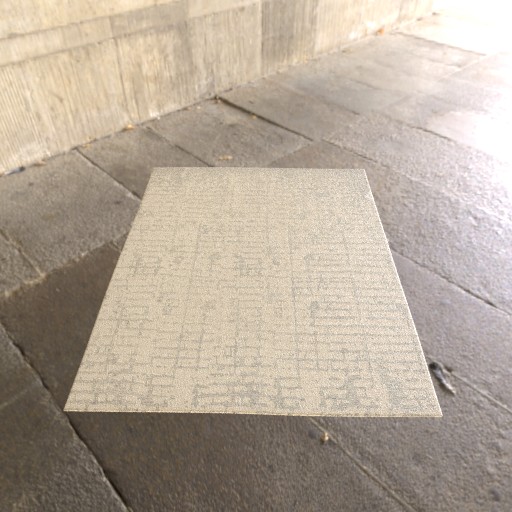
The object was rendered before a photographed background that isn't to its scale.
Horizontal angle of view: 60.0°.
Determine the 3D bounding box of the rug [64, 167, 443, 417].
[{"bbox_3d":[0.000,0.000,3.982,2.447,0.014,3.061,1,42,1],"label":"rug"}]
